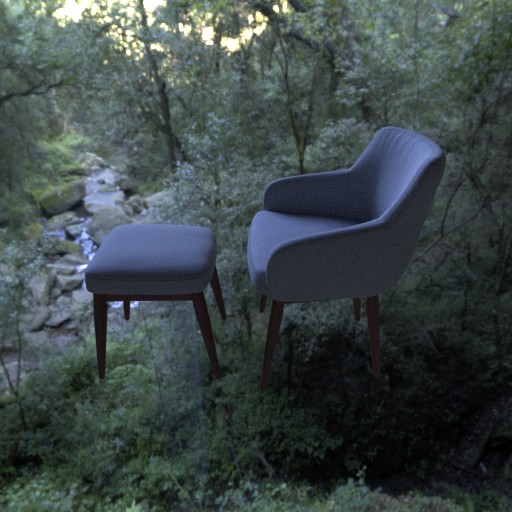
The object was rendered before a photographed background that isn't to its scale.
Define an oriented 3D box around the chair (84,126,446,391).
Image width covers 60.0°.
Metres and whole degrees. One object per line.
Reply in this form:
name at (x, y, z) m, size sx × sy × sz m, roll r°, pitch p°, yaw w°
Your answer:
chair at (0.000, 0.000, 1.533) m, size 1.107 × 0.799 × 0.584 m, roll 0°, pitch 28°, yaw 0°
